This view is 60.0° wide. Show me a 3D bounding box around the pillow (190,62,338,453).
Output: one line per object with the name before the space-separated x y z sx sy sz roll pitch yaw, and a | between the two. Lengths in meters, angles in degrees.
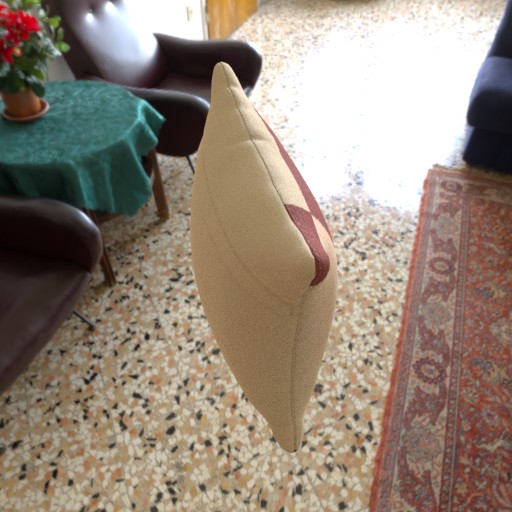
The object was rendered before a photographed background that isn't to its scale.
pillow | 0.000 0.000 0.804 0.229 0.506 0.536 -11 47 -10
